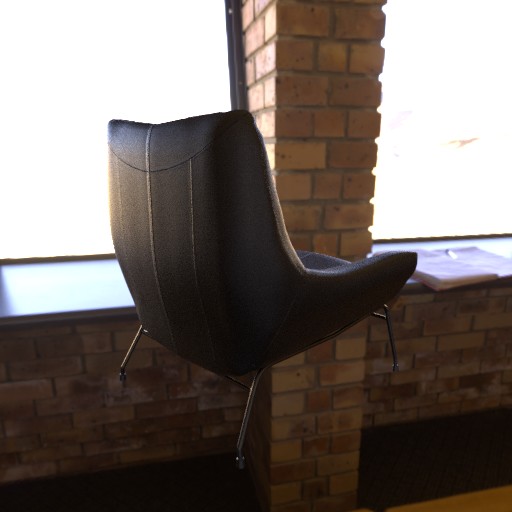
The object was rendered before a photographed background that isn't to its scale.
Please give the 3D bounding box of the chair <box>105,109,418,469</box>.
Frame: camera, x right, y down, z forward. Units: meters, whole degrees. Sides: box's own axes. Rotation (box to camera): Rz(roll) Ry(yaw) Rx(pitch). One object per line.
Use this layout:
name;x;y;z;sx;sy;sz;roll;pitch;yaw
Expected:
chair;0.000;0.000;1.563;0.826;0.922;0.836;-14;20;-43
